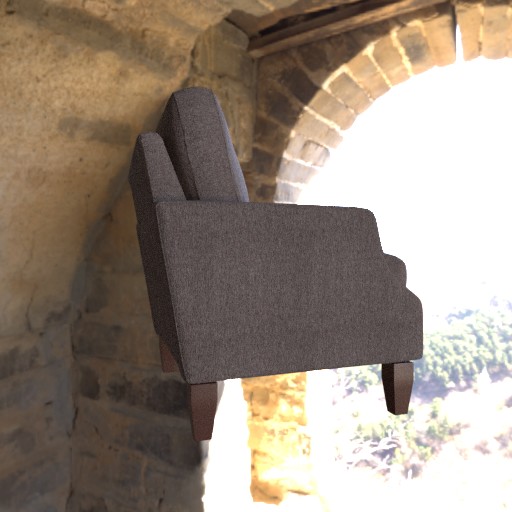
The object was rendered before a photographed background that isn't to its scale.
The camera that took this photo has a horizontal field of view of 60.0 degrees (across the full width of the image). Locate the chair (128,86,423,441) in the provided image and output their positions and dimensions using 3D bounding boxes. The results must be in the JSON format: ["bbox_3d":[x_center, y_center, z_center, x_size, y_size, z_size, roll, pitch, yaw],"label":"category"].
[{"bbox_3d":[0.000,0.000,1.649,0.897,0.993,0.855,0,0,-18],"label":"chair"}]
